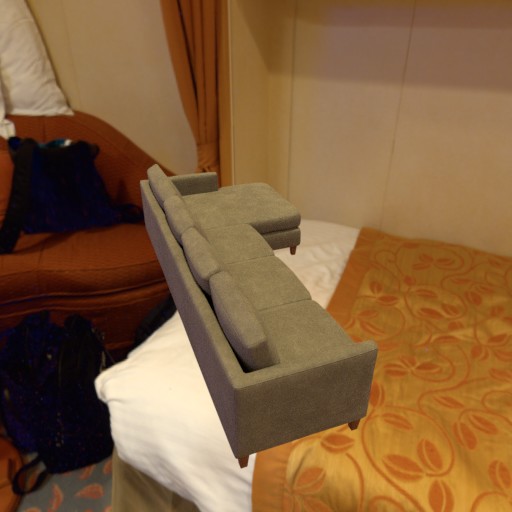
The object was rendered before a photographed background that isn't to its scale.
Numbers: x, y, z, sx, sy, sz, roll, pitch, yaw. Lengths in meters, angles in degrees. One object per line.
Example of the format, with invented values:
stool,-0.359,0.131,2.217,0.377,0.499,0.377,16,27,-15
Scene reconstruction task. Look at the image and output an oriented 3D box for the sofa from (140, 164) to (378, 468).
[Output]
sofa,0.000,0.000,4.116,1.604,0.950,3.471,-11,31,-18
